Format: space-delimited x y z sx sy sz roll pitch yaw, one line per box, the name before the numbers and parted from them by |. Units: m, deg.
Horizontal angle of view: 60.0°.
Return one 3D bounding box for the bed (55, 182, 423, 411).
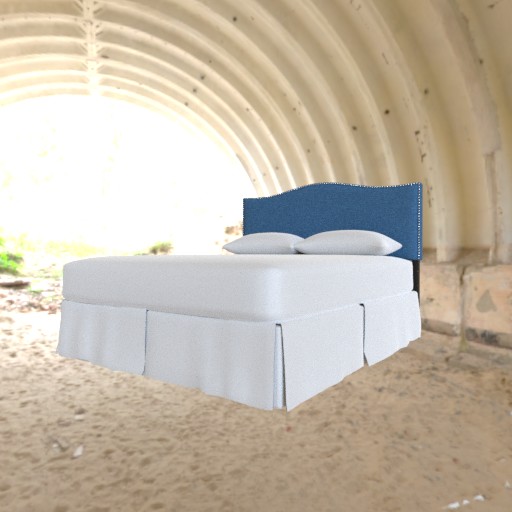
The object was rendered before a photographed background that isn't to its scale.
bed | 0.000 0.000 2.856 1.610 1.169 1.872 0 1 36
